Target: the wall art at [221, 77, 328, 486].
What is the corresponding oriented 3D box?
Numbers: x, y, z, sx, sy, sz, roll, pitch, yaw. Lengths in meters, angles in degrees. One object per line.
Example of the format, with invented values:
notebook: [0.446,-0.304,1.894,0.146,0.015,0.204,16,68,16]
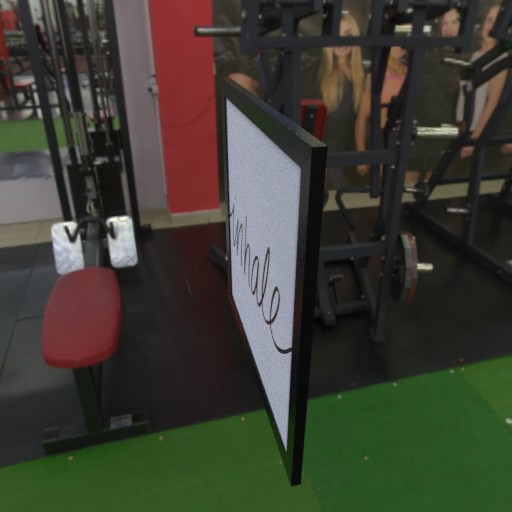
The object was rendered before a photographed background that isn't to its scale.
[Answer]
wall art: [0.000,0.000,0.660,0.014,0.445,0.446,-7,30,-12]
